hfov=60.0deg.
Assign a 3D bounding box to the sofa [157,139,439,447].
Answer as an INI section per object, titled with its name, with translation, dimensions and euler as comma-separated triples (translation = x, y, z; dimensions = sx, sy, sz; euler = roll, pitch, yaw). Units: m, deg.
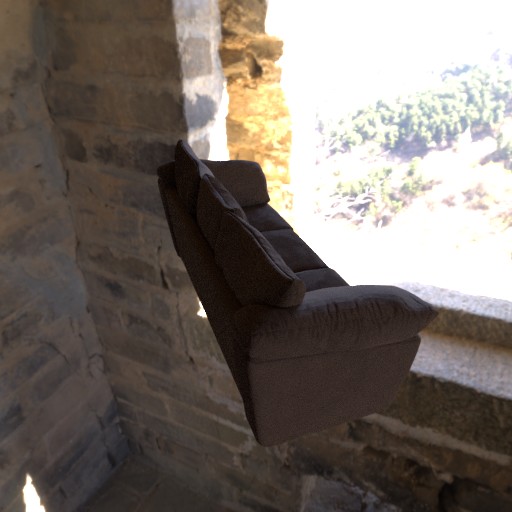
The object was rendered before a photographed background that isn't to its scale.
[sofa]
translation = 0.000, 0.000, 2.868
dimensions = 0.878, 1.015, 2.336
euler = -10, 32, -17
